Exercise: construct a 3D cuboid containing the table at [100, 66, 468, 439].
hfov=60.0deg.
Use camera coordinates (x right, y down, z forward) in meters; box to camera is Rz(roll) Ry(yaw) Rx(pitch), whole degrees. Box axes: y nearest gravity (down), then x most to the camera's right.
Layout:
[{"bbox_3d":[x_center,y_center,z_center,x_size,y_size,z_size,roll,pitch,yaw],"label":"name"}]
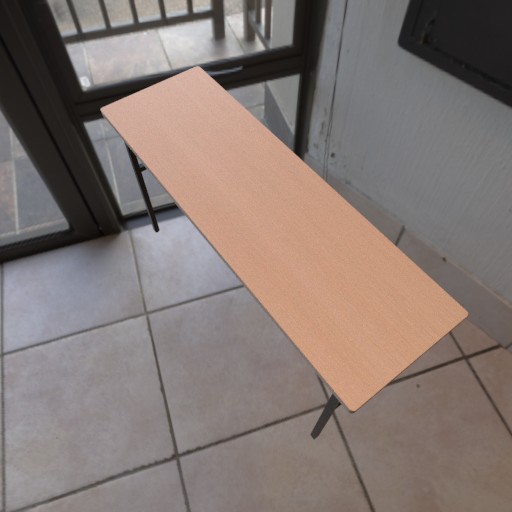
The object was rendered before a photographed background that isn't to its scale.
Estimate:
[{"bbox_3d":[0.000,0.000,1.778,0.447,0.750,1.397,-32,63,-19],"label":"table"}]
